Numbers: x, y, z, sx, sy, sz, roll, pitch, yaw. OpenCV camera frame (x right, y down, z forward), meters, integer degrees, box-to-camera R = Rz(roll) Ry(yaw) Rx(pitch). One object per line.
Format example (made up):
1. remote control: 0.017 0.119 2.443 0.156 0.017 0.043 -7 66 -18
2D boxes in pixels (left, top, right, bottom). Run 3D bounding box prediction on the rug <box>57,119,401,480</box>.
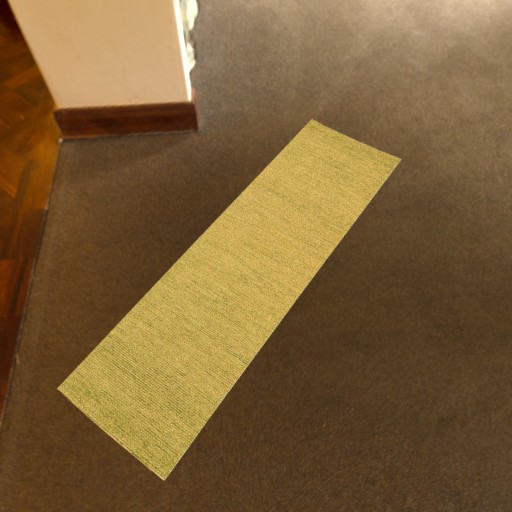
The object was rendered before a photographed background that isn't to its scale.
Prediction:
1. rug: 0.000 0.000 2.522 0.686 0.013 2.340 31 63 18
